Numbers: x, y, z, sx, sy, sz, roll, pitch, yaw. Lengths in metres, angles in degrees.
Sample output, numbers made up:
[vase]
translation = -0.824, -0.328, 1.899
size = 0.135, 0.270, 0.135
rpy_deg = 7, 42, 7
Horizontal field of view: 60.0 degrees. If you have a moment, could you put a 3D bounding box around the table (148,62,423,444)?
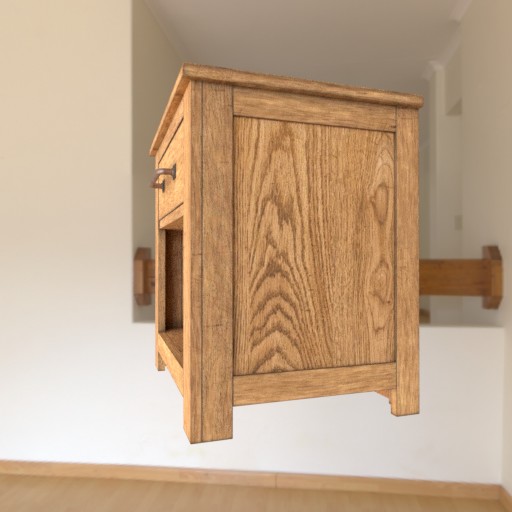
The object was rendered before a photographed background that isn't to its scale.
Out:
[table]
translation = 0.000, 0.000, 1.070
size = 0.494, 0.625, 0.601
rpy_deg = 0, 0, -18
